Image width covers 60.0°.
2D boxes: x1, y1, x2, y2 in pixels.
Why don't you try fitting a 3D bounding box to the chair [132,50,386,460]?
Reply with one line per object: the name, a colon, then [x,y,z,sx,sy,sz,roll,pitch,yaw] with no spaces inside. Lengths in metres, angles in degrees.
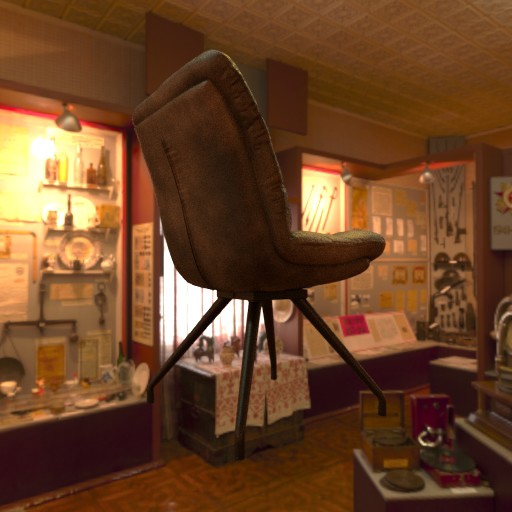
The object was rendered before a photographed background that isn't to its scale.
chair: [0.000,0.000,1.266,0.622,0.870,0.549,1,-2,-36]
